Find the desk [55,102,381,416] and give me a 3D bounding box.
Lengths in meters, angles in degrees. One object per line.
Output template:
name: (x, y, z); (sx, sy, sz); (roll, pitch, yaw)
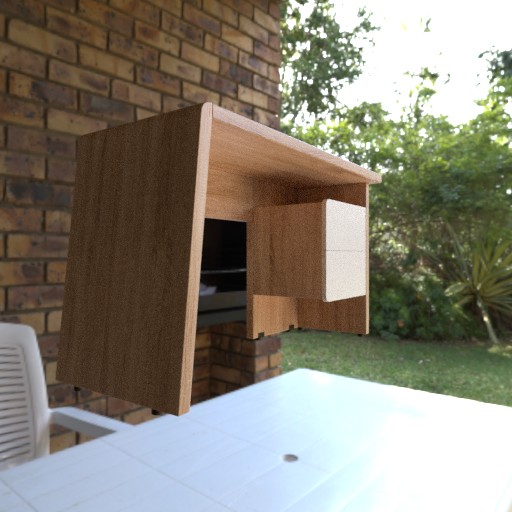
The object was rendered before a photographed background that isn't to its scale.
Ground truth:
desk: (0.000, 0.000, 1.665); (0.500, 0.750, 1.300); (0, 0, 35)
